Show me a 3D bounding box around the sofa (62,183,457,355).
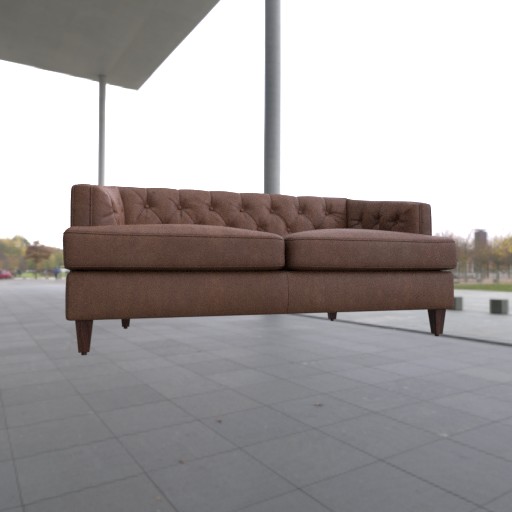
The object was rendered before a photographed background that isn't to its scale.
[{"bbox_3d":[0.000,0.000,2.286,1.755,0.786,0.914,1,-2,-17],"label":"sofa"}]
